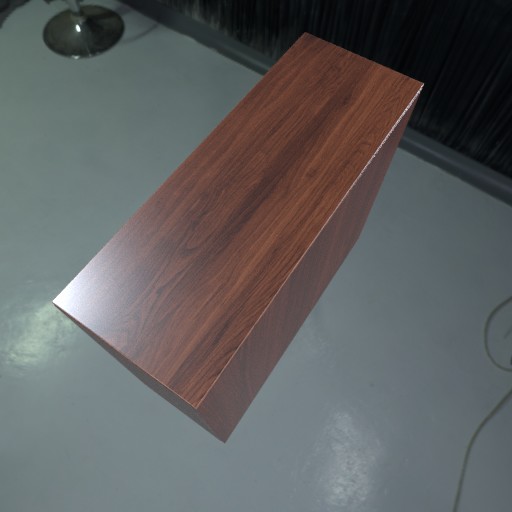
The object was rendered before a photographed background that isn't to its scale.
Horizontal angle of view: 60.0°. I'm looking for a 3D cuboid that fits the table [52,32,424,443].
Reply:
[{"bbox_3d":[0.000,0.000,1.325,0.380,0.790,0.930,31,67,15],"label":"table"}]
